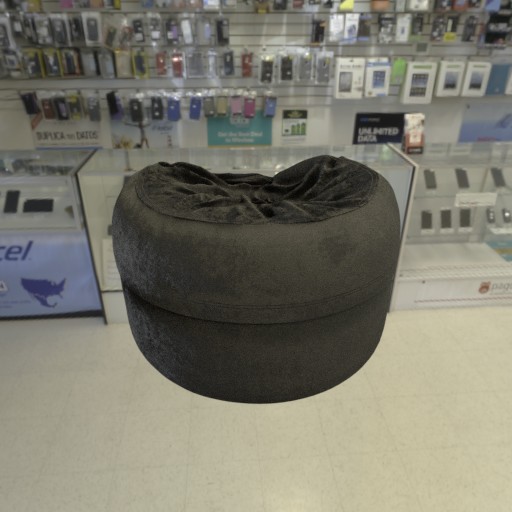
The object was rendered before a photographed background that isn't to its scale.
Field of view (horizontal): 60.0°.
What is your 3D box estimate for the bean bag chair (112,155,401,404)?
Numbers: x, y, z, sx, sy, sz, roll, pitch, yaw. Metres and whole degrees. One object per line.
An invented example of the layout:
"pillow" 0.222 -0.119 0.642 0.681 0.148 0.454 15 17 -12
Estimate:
"bean bag chair" 0.000 0.000 1.516 0.918 0.605 0.918 0 29 0
